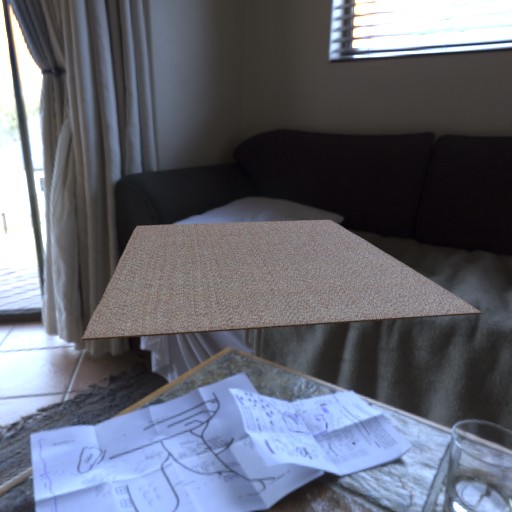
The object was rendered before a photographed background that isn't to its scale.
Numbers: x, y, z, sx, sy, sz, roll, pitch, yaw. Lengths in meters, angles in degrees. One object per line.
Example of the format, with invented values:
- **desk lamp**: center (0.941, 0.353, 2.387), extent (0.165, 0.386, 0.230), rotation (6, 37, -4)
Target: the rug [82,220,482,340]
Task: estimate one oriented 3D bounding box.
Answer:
- **rug**: center (0.000, 0.000, 4.054), extent (2.439, 0.013, 3.048), rotation (-2, 16, -9)
